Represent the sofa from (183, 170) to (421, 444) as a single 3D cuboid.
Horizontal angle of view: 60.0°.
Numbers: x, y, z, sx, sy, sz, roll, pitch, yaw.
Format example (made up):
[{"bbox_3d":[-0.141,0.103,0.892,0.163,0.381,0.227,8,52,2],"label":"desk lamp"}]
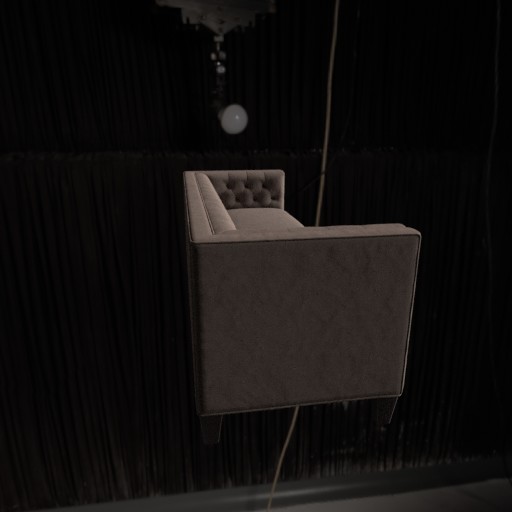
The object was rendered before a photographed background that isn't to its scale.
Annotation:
[{"bbox_3d":[0.000,0.000,2.535,0.775,0.762,2.159,-3,17,-9],"label":"sofa"}]
